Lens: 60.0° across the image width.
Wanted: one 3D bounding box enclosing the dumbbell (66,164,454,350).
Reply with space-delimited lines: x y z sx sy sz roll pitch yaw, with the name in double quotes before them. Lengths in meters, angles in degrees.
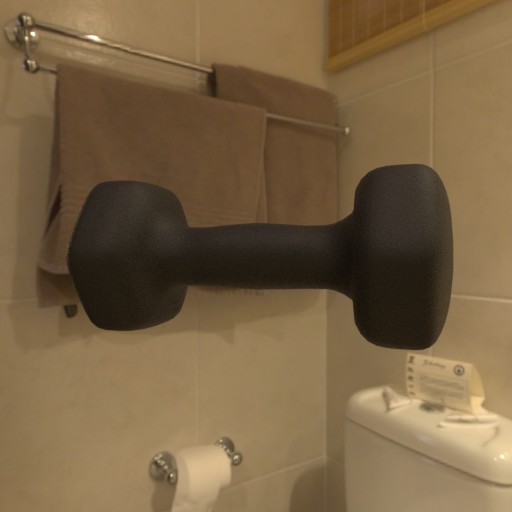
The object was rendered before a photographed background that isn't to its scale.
"dumbbell" 0.000 0.000 0.286 0.231 0.101 0.112 0 1 19
